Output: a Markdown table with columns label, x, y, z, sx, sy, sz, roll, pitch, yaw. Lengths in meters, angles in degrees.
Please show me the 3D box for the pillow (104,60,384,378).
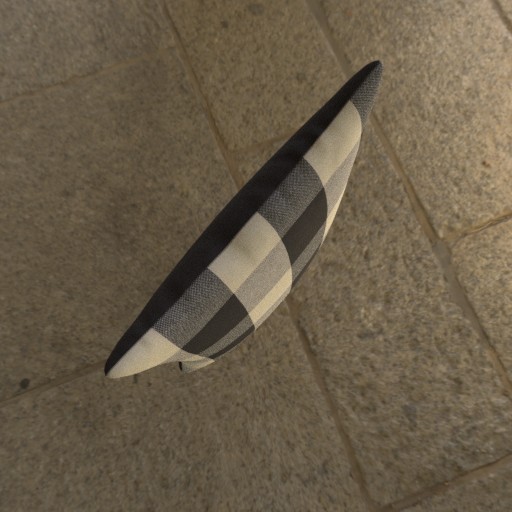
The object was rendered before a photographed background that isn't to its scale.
| label | x | y | z | sx | sy | sz | roll | pitch | yaw |
| --- | --- | --- | --- | --- | --- | --- | --- | --- | --- |
| pillow | 0.000 | 0.000 | 0.769 | 0.161 | 0.509 | 0.511 | 39 | 79 | 9 |
